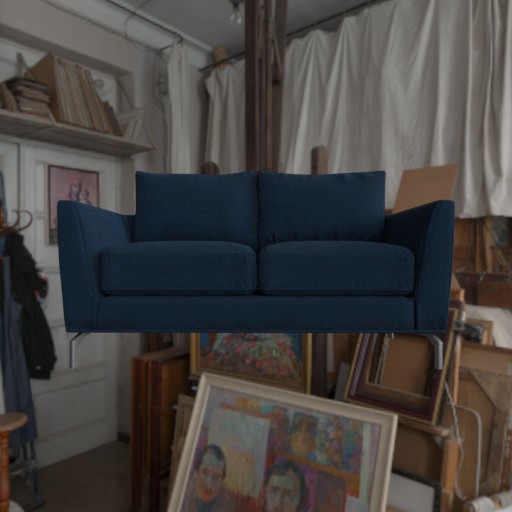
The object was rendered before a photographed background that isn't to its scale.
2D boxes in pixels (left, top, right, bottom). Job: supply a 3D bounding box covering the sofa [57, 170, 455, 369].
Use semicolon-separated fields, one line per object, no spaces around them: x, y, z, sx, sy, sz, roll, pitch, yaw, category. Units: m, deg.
0.000;0.000;2.369;1.770;1.002;0.853;0;0;1;sofa
